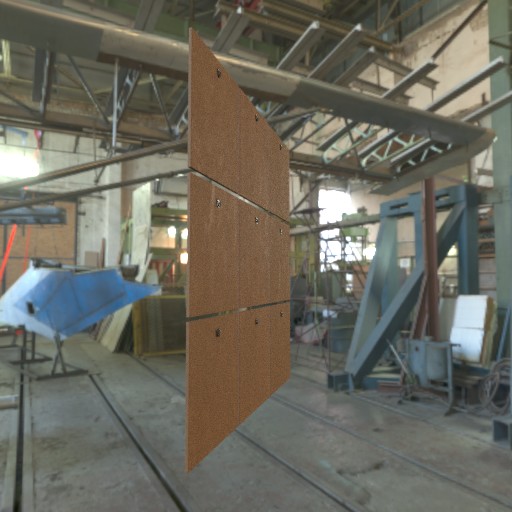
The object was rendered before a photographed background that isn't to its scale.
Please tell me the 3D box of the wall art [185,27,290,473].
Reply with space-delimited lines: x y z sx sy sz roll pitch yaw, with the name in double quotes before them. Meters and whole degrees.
"wall art" 0.000 0.000 2.237 0.023 1.522 1.526 -1 -3 17
